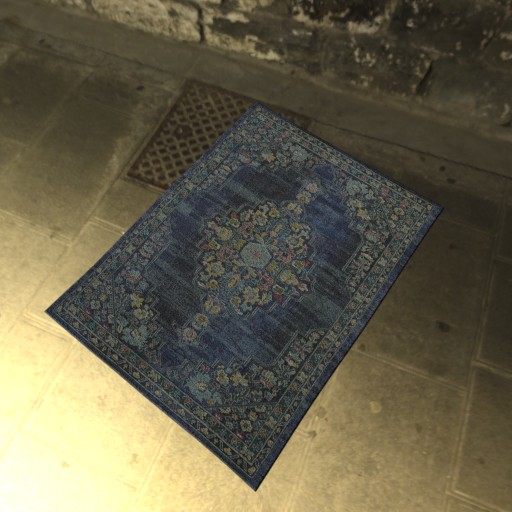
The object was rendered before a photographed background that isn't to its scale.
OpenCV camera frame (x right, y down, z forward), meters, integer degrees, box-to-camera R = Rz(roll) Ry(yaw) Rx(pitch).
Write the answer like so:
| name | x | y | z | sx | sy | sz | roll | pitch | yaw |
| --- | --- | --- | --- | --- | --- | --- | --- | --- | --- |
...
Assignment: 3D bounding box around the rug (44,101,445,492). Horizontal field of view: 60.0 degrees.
| name | x | y | z | sx | sy | sz | roll | pitch | yaw |
| --- | --- | --- | --- | --- | --- | --- | --- | --- | --- |
| rug | 0.000 | 0.000 | 4.798 | 2.716 | 0.035 | 3.612 | 34 | 69 | 15 |
